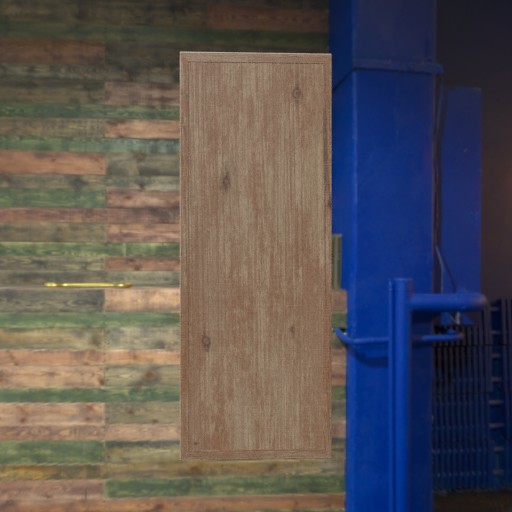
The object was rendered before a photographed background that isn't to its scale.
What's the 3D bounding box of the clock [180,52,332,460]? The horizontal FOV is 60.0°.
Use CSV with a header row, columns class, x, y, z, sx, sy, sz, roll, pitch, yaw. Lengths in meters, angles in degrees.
class,x,y,z,sx,sy,sz,roll,pitch,yaw
clock,0.000,0.000,1.067,0.361,0.965,0.030,0,0,-2
